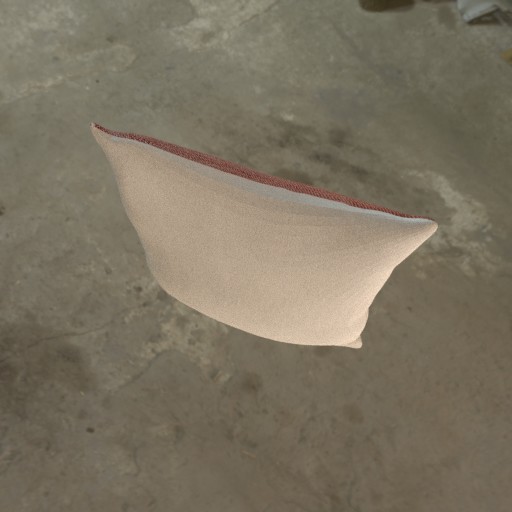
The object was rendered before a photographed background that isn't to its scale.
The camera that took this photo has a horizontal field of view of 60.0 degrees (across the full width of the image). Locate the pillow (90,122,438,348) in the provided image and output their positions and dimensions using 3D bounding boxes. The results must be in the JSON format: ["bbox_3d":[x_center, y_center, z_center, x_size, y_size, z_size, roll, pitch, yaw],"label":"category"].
[{"bbox_3d":[0.000,0.000,0.701,0.440,0.441,0.182,18,64,9],"label":"pillow"}]
